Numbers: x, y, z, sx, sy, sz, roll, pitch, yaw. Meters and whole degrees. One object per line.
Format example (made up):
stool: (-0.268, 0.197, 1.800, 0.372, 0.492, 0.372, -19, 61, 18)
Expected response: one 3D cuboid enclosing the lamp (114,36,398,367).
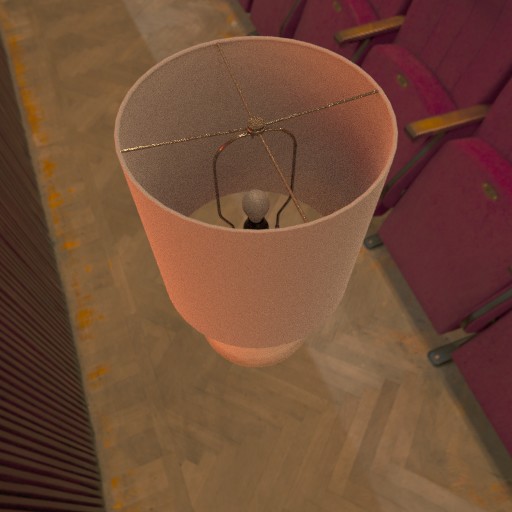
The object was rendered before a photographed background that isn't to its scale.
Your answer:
lamp: (0.000, 0.000, 0.514, 0.217, 0.404, 0.217, -16, 59, -10)
